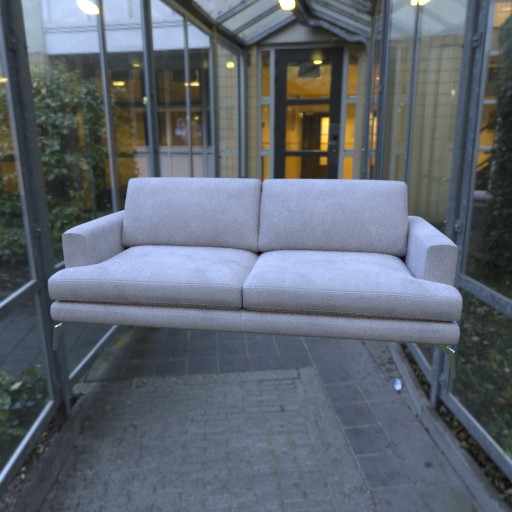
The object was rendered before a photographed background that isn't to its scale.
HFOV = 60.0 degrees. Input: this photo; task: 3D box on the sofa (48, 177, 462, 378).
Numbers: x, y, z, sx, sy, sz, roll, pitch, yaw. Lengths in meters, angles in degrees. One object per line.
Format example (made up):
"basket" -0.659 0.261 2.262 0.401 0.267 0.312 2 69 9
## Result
"sofa" 0.000 0.000 2.521 2.013 0.830 0.980 2 15 8
